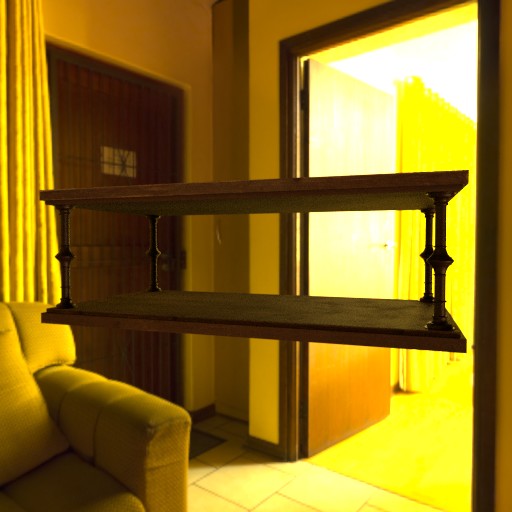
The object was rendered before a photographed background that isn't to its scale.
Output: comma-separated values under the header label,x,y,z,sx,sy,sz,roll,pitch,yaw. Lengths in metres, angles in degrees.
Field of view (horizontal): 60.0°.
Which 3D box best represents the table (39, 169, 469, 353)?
label,x,y,z,sx,sy,sz,roll,pitch,yaw
table,0.000,0.000,1.331,1.088,0.373,0.554,1,2,18
